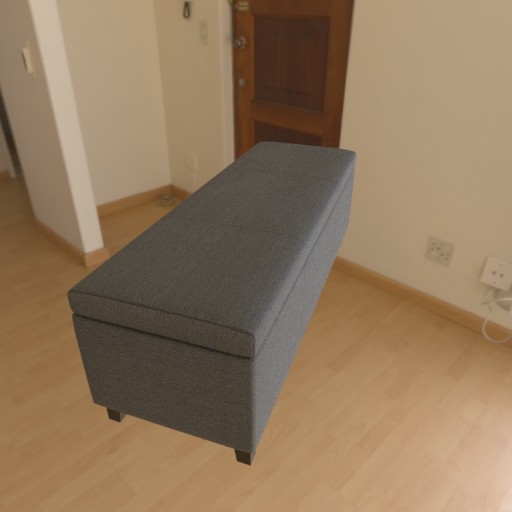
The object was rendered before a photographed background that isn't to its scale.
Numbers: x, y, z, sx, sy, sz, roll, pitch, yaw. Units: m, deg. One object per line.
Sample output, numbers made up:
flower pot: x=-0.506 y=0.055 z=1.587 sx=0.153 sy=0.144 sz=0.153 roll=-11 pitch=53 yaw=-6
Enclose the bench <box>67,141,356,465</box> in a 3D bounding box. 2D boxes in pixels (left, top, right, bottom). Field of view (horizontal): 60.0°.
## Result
bench: x=0.000 y=0.000 z=1.497 sx=0.446 sy=0.438 sz=1.269 roll=10 pitch=32 yaw=17
